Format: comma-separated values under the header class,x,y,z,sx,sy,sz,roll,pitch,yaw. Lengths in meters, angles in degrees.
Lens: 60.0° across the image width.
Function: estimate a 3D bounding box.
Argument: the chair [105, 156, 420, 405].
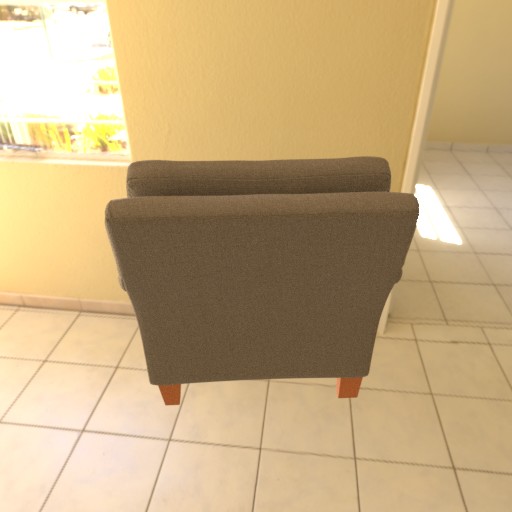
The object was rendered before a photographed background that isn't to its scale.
class,x,y,z,sx,sy,sz,roll,pitch,yaw
chair,0.000,0.000,1.887,0.955,1.038,1.070,-2,31,-3
